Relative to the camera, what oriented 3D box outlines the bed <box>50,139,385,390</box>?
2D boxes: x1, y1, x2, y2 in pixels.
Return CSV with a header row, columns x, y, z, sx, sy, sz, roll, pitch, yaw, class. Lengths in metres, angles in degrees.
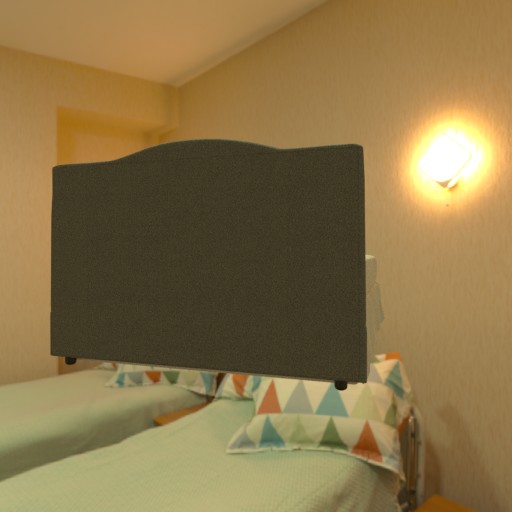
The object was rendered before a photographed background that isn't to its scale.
x,y,z,sx,sy,sz,roll,pitch,yaw,class
0.000,0.000,3.968,2.161,1.457,2.689,0,1,18,bed
